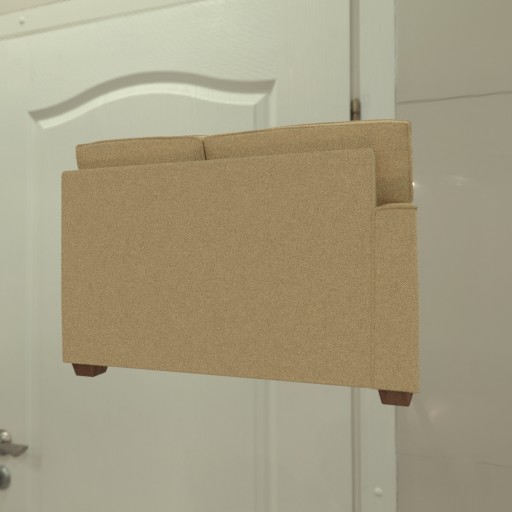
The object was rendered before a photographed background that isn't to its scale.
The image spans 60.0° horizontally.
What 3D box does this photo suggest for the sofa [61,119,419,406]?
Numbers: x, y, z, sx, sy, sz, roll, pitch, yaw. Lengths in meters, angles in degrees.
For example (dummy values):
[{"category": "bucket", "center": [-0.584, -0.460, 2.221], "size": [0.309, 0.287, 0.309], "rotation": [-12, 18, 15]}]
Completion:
[{"category": "sofa", "center": [0.000, 0.000, 2.040], "size": [1.388, 0.989, 0.991], "rotation": [0, -1, 18]}]
